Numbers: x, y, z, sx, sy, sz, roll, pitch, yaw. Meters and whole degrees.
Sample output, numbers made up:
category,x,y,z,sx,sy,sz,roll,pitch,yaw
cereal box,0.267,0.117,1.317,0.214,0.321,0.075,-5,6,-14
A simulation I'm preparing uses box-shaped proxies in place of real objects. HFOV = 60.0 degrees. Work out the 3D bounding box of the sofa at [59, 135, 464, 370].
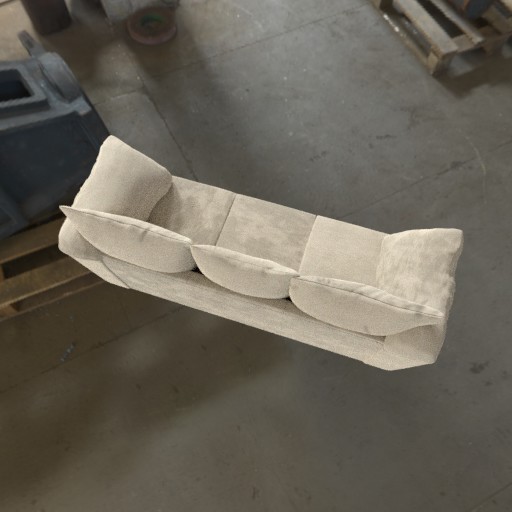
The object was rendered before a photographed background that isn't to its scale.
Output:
category,x,y,z,sx,sy,sz,roll,pitch,yaw
sofa,0.000,0.000,2.897,2.377,0.981,0.893,16,65,8
